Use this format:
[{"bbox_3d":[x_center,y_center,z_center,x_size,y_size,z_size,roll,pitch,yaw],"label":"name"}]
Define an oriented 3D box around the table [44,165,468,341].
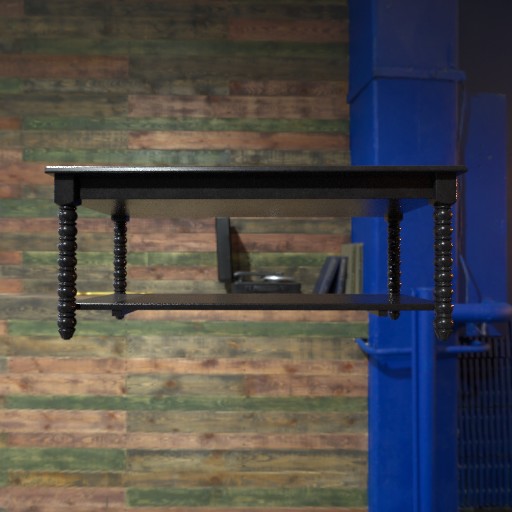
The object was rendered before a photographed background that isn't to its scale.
[{"bbox_3d":[0.000,0.000,1.501,1.171,0.487,0.580,0,-1,1],"label":"table"}]
